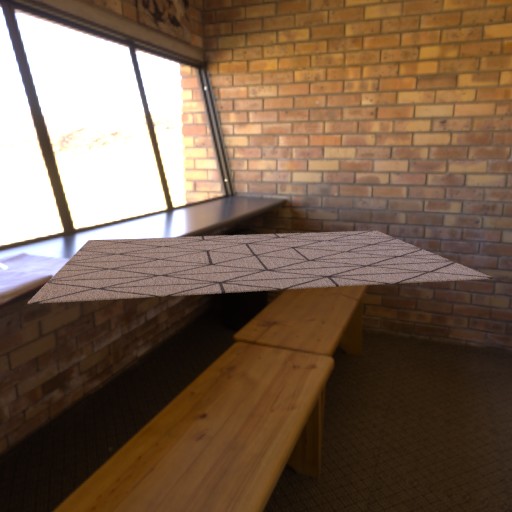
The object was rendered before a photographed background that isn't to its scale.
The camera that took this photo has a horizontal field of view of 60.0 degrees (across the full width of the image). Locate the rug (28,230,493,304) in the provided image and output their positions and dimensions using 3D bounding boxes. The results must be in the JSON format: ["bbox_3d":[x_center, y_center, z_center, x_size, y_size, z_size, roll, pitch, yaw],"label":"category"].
[{"bbox_3d":[0.000,0.000,3.035,2.465,0.008,1.526,-2,14,-10],"label":"rug"}]
